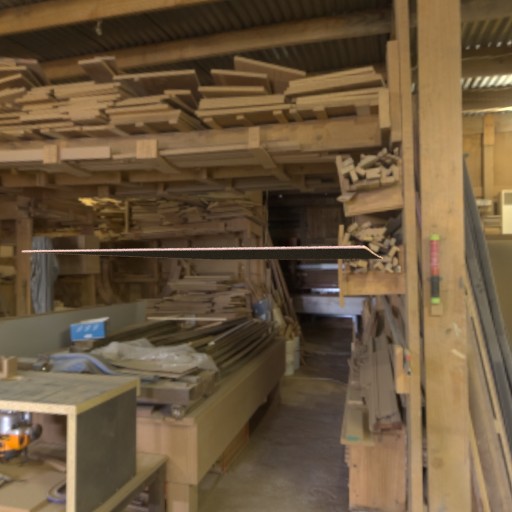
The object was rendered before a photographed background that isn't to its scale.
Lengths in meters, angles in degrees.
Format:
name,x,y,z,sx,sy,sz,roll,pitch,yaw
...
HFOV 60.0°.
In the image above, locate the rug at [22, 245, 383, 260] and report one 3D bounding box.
name,x,y,z,sx,sy,sz,roll,pitch,yaw
rug,0.000,0.000,2.295,1.219,0.009,1.829,0,-1,18
